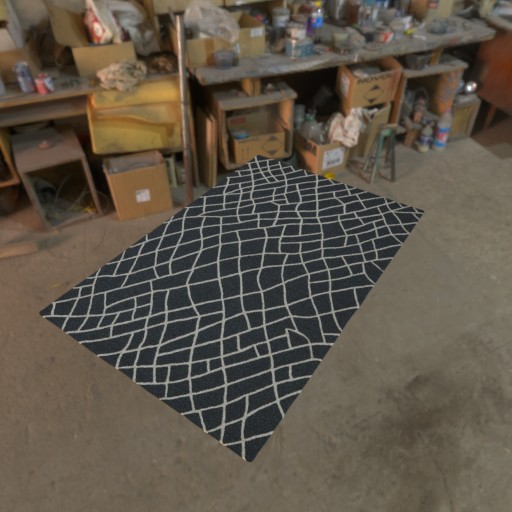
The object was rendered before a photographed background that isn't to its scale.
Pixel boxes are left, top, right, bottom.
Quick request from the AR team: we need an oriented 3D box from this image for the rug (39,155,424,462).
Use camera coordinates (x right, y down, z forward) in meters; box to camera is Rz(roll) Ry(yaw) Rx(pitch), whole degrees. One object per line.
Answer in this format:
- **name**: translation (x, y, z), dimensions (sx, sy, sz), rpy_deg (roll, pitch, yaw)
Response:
- **rug**: translation (0.000, 0.000, 2.376), dimensions (1.223, 0.013, 1.830), rpy_deg (25, 47, 25)
